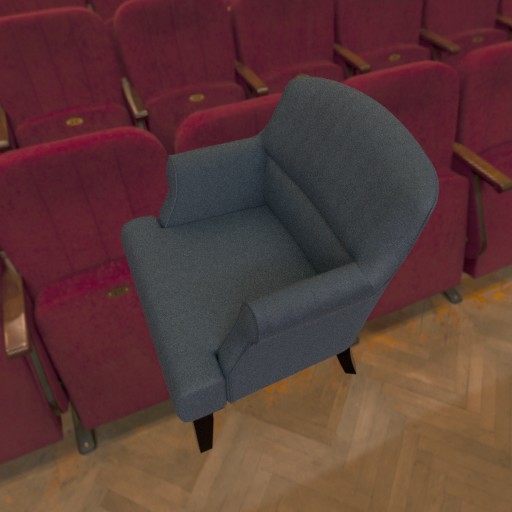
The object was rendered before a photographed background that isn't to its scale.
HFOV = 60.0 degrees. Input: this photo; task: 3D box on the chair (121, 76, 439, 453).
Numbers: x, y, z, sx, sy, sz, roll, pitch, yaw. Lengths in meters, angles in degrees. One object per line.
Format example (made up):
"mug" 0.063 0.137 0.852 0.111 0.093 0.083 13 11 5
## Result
"chair" 0.000 0.000 1.400 0.754 0.878 0.770 -17 48 -16
